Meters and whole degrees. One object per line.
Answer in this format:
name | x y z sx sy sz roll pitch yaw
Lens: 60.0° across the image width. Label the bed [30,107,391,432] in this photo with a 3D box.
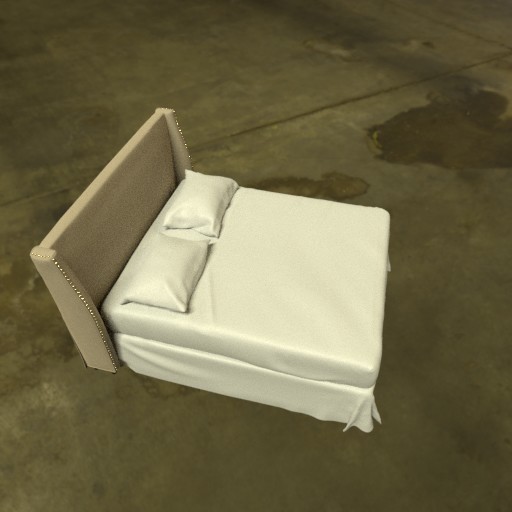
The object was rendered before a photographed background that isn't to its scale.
bed | 0.000 0.000 3.486 2.276 1.332 1.925 10 46 10
